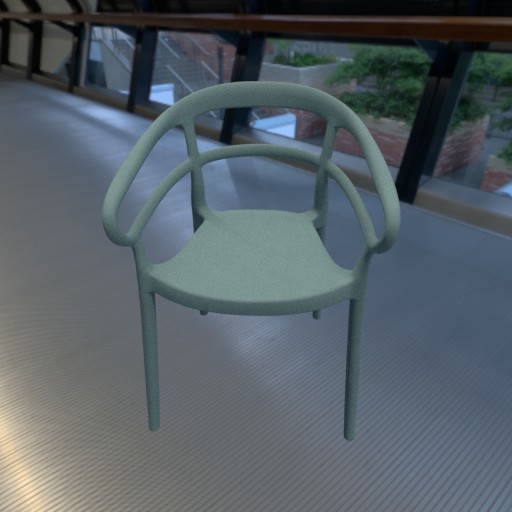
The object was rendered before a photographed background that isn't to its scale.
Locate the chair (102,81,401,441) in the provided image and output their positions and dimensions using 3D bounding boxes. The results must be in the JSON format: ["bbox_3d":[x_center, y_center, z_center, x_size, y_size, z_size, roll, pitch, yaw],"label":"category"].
[{"bbox_3d":[0.000,0.000,1.133,0.559,0.761,0.527,2,30,3],"label":"chair"}]
